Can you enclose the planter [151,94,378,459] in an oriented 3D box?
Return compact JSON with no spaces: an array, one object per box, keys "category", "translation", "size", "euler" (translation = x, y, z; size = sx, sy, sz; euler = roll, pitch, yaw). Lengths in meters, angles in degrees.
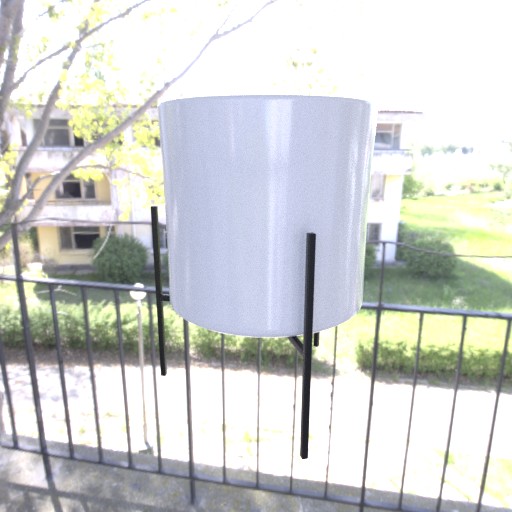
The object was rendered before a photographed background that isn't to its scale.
[{"category":"planter","translation":[0.000,0.000,0.740],"size":[0.361,0.480,0.360],"euler":[3,15,10]}]
